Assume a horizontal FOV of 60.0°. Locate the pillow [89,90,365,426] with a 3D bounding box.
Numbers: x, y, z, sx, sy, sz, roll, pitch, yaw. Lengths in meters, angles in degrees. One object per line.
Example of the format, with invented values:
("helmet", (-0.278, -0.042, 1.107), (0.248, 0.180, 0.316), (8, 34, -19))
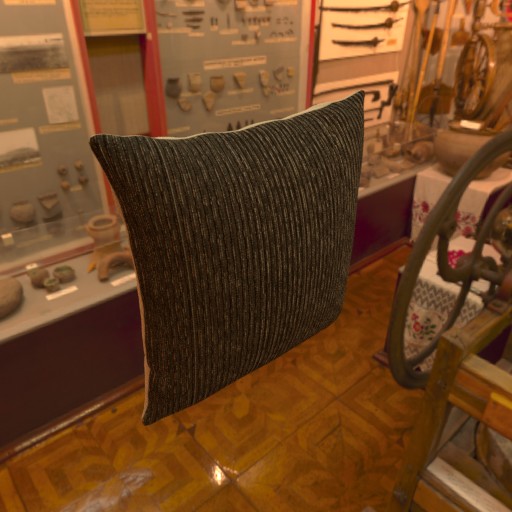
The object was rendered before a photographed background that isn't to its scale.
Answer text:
("pillow", (0.000, 0.000, 0.669), (0.433, 0.434, 0.196), (-22, 37, -33))
